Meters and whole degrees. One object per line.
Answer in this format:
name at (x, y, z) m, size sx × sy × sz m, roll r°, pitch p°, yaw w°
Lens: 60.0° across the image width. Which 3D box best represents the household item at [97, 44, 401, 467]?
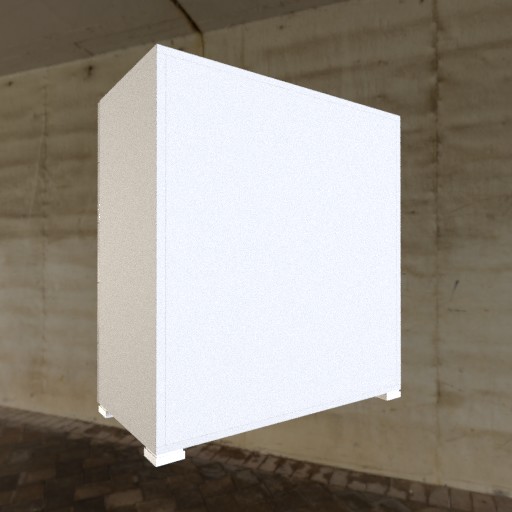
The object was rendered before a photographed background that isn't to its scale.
household item at (0.000, 0.000, 1.313) m, size 0.800 × 0.870 × 0.420 m, roll 0°, pitch 0°, yaw -35°
